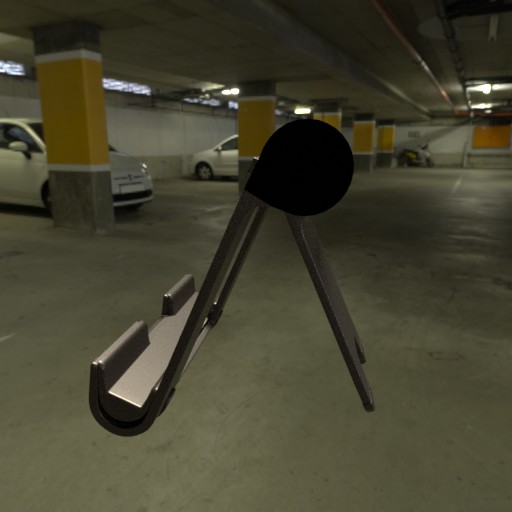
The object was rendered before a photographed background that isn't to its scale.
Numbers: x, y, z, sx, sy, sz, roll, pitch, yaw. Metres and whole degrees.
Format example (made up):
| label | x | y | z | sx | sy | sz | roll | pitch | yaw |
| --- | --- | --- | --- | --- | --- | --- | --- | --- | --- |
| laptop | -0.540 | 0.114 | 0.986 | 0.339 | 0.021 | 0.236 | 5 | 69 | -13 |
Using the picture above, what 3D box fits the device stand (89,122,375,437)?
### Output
| label | x | y | z | sx | sy | sz | roll | pitch | yaw |
| --- | --- | --- | --- | --- | --- | --- | --- | --- | --- |
| device stand | 0.000 | 0.000 | 0.149 | 0.079 | 0.084 | 0.088 | 2 | 14 | 8 |
